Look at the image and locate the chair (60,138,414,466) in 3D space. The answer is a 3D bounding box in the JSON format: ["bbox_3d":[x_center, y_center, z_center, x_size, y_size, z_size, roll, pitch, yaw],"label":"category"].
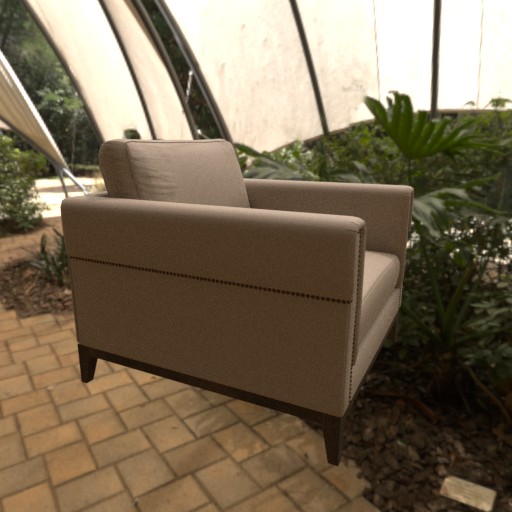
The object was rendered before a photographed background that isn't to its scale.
[{"bbox_3d":[0.000,0.000,1.637,0.959,0.838,0.914,7,16,26],"label":"chair"}]
